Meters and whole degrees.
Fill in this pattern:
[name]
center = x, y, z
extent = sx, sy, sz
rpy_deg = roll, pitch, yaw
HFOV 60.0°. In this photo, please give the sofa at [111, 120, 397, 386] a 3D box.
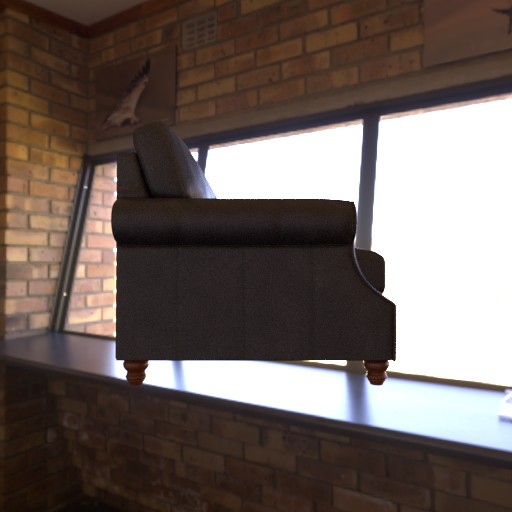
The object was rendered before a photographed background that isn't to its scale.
[sofa]
center = 0.000, 0.000, 2.349
extent = 1.030, 0.979, 1.663
rpy_deg = 0, -1, 0
